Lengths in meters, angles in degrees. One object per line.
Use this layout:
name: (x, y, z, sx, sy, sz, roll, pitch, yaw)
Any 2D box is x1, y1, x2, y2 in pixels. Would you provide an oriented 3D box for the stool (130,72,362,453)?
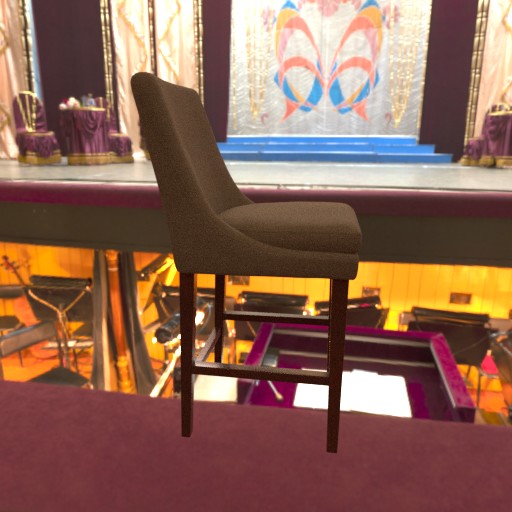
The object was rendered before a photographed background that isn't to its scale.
stool: (0.000, 0.000, 1.317, 0.577, 0.981, 0.470, 2, 15, 9)
